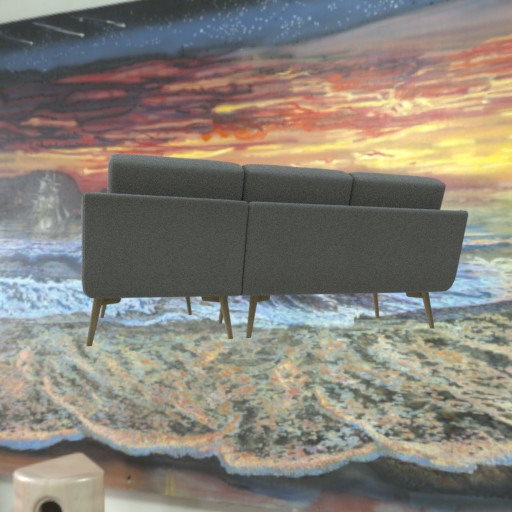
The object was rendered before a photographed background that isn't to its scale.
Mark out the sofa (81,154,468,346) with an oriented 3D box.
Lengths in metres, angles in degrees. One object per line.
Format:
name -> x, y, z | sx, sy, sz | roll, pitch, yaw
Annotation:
sofa -> 0.000, 0.000, 2.835 | 2.040, 0.860, 1.530 | 1, -2, -18
